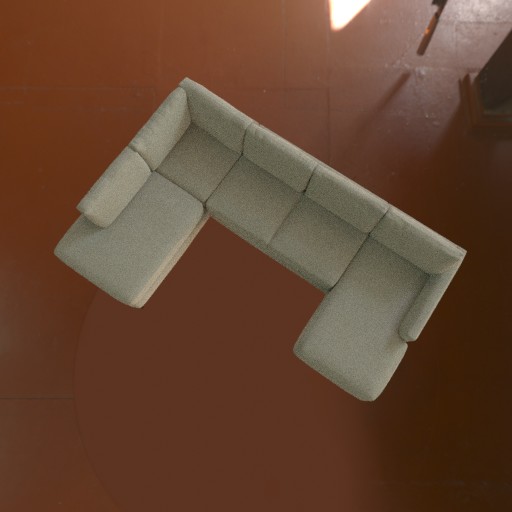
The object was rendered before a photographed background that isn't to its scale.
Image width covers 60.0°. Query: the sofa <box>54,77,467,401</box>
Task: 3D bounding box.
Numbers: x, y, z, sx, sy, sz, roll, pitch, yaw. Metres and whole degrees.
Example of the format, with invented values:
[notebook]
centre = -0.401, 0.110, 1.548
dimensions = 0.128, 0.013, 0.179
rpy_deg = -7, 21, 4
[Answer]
[sofa]
centre = 0.000, 0.000, 3.880
dimensions = 2.984, 0.862, 1.989
rpy_deg = 34, 79, 8
